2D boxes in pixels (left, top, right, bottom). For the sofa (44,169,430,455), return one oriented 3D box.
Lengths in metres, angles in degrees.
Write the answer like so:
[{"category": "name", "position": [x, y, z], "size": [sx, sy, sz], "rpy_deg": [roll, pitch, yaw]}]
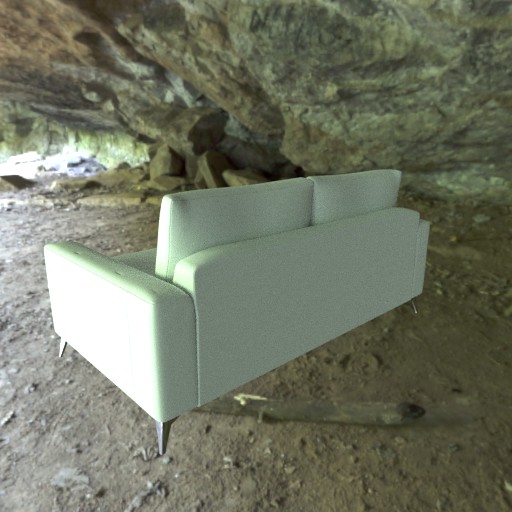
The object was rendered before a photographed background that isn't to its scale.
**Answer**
[{"category": "sofa", "position": [0.000, 0.000, 2.115], "size": [1.650, 0.790, 0.920], "rpy_deg": [-15, 21, -41]}]
